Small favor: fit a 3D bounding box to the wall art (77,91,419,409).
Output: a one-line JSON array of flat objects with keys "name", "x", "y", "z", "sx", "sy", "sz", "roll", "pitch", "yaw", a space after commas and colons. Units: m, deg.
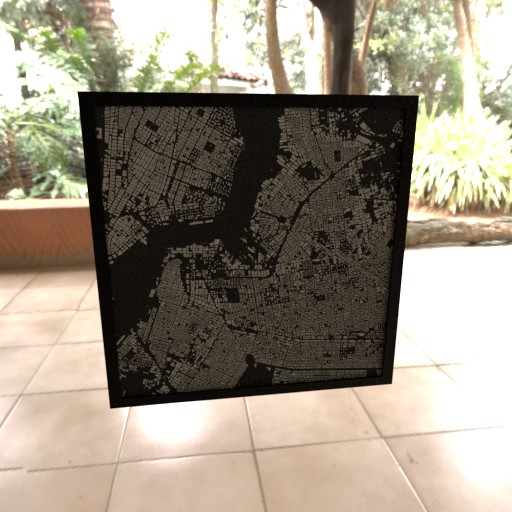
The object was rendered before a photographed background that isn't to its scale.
[{"name": "wall art", "x": 0.000, "y": 0.000, "z": 0.736, "sx": 0.506, "sy": 0.506, "sz": 0.038, "roll": -2, "pitch": 16, "yaw": -8}]
